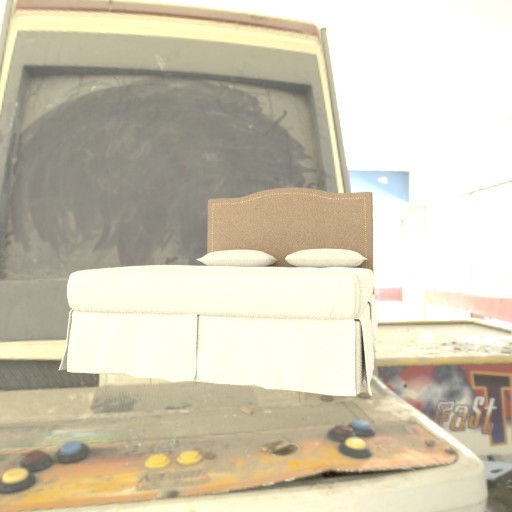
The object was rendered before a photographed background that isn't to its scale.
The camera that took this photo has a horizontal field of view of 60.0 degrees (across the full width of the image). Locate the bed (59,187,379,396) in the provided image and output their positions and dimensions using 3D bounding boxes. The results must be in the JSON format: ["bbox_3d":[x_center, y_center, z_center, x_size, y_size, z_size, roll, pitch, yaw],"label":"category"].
[{"bbox_3d":[0.000,0.000,3.461,1.821,1.436,2.282,0,-1,17],"label":"bed"}]
